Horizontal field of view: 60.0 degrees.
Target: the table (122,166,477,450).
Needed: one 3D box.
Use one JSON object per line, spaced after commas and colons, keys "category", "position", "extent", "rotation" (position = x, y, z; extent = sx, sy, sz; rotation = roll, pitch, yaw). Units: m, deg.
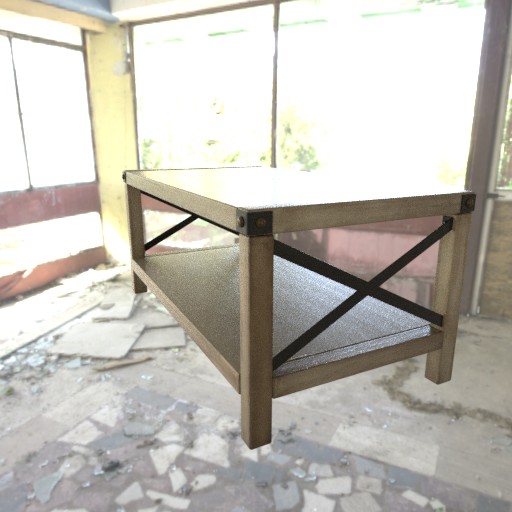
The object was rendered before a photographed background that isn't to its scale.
{"category": "table", "position": [0.000, 0.000, 1.312], "extent": [0.559, 0.456, 1.016], "rotation": [-8, 17, -26]}
